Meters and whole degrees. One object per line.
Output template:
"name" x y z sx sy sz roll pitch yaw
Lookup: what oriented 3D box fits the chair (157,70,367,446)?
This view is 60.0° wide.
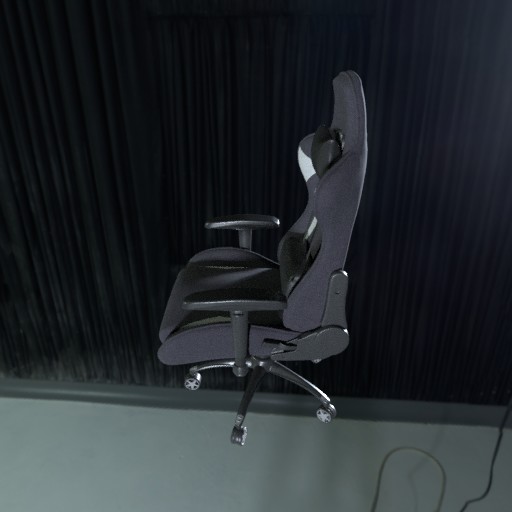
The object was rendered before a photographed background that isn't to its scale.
"chair" 0.000 0.000 1.683 0.695 1.300 0.730 0 26 0
